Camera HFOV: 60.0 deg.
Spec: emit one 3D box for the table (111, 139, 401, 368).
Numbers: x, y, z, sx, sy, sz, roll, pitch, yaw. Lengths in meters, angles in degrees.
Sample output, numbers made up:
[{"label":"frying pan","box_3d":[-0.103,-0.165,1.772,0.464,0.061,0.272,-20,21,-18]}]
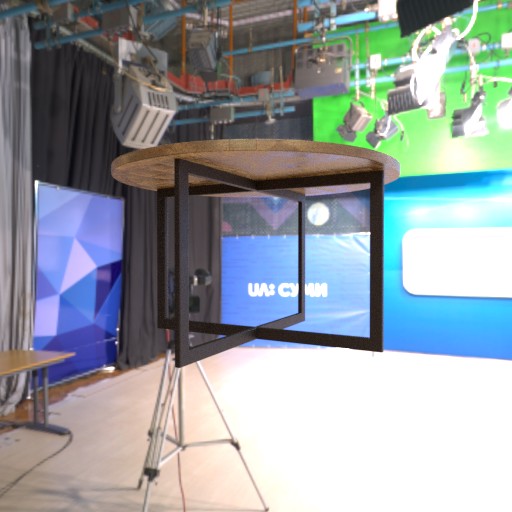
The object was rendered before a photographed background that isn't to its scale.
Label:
[{"label":"table","box_3d":[0.000,0.000,2.041,1.264,0.762,1.264,0,1,0]}]
